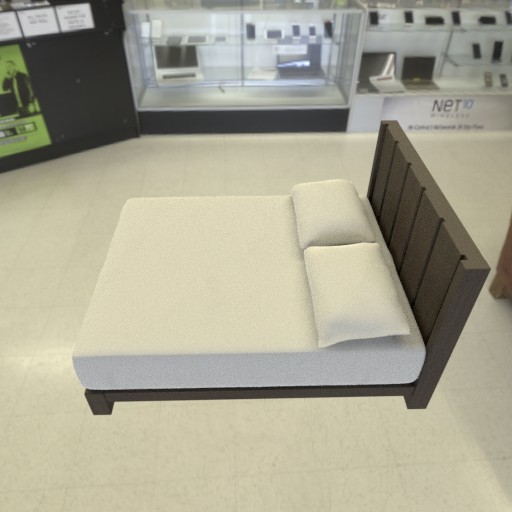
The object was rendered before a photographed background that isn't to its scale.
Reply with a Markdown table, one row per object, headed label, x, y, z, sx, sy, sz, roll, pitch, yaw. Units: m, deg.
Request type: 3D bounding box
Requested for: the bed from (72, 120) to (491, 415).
| label | x | y | z | sx | sy | sz | roll | pitch | yaw |
| --- | --- | --- | --- | --- | --- | --- | --- | --- | --- |
| bed | 0.000 | 0.000 | 3.197 | 2.242 | 1.270 | 1.727 | -1 | 41 | -1 |
